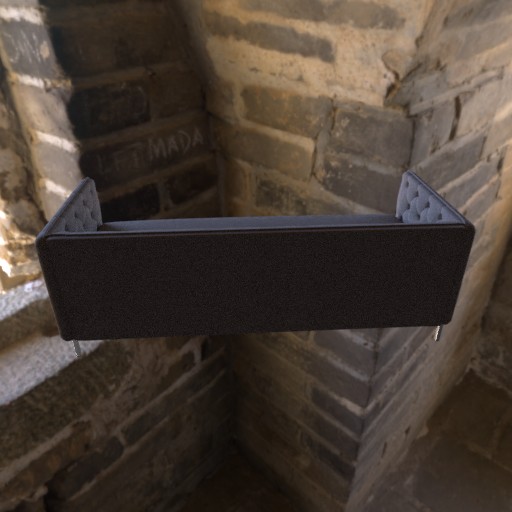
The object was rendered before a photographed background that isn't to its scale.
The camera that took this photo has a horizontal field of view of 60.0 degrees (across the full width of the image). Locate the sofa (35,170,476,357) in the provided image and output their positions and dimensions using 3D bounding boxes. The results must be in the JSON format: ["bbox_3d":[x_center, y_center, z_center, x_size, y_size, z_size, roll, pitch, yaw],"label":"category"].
[{"bbox_3d":[0.000,0.000,2.704,2.209,0.771,0.895,-2,30,-3],"label":"sofa"}]
